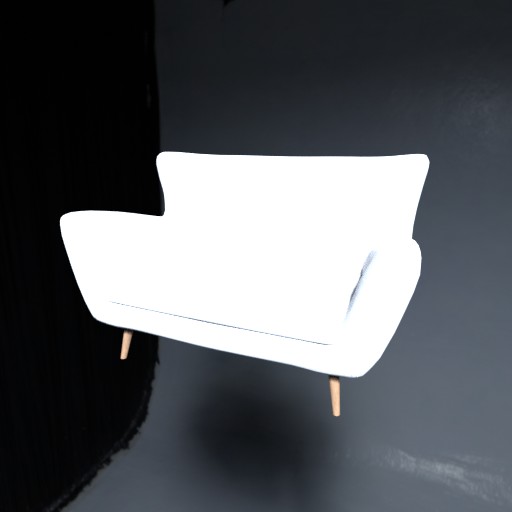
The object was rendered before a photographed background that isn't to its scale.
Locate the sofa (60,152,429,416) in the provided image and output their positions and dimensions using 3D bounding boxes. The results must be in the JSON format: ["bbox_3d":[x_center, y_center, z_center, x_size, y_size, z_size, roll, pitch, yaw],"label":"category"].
[{"bbox_3d":[0.000,0.000,1.956,1.424,0.878,0.921,7,16,25],"label":"sofa"}]
